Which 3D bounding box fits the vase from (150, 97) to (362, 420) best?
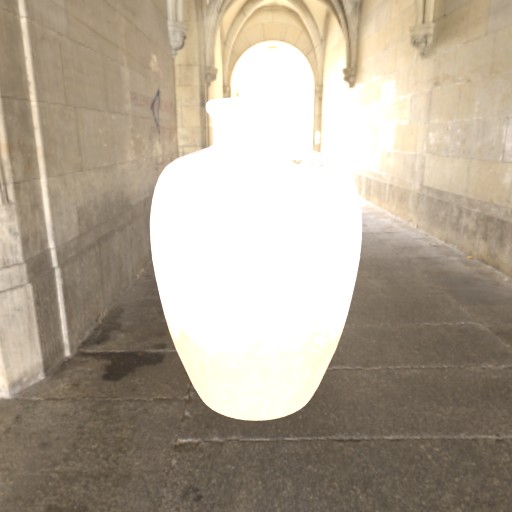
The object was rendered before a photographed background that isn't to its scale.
[{"bbox_3d":[0.000,0.000,0.345,0.158,0.228,0.158,0,15,0],"label":"vase"}]
